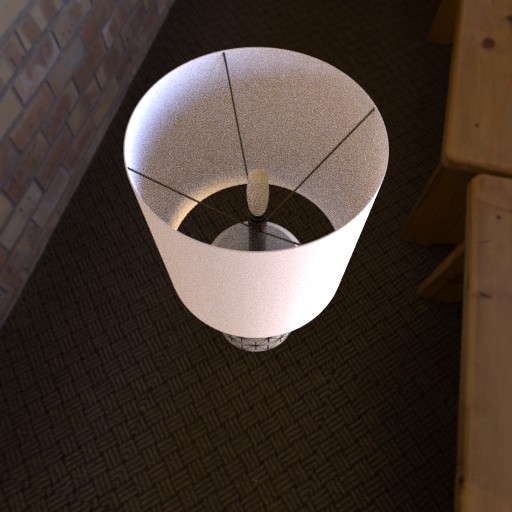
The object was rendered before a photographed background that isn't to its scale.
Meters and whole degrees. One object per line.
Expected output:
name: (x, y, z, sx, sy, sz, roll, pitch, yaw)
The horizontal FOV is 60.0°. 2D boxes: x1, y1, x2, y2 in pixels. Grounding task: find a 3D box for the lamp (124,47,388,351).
lamp: (0.000, 0.000, 0.533, 0.206, 0.416, 0.206, -16, 64, -8)
